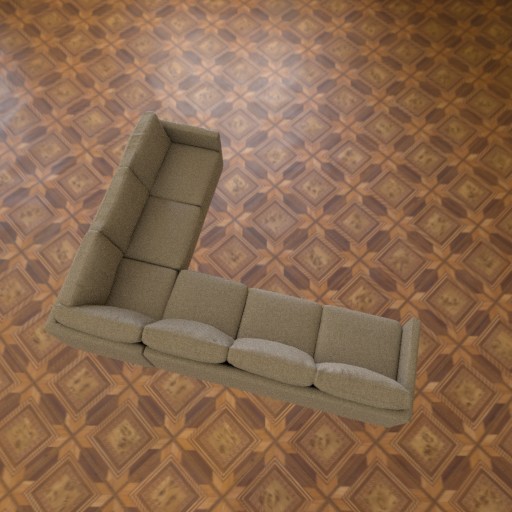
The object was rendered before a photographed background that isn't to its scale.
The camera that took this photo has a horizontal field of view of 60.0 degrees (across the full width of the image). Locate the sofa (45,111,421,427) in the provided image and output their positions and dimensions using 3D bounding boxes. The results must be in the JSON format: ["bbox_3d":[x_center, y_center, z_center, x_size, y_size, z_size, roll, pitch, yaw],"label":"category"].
[{"bbox_3d":[0.000,0.000,4.518,3.302,0.947,2.593,13,66,6],"label":"sofa"}]
